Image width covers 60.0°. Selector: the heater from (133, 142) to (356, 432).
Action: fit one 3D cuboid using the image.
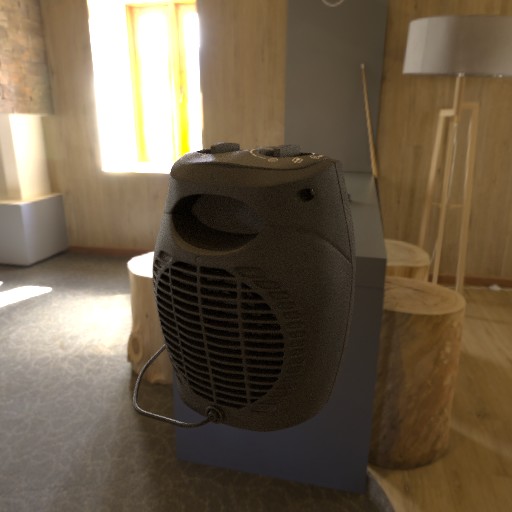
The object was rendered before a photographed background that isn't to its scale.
[{"bbox_3d":[0.000,0.000,0.473,0.239,0.240,0.291,9,20,27],"label":"heater"}]
